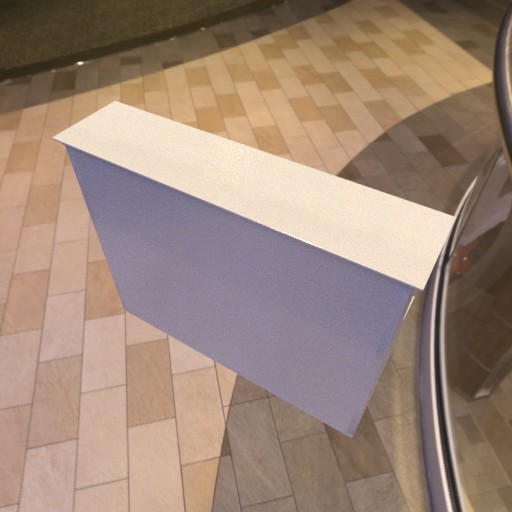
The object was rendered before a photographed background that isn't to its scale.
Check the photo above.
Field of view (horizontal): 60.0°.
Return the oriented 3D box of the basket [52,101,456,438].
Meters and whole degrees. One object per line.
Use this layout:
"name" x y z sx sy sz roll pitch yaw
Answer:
"basket" 0.000 0.000 1.101 0.780 0.600 0.350 24 51 21
